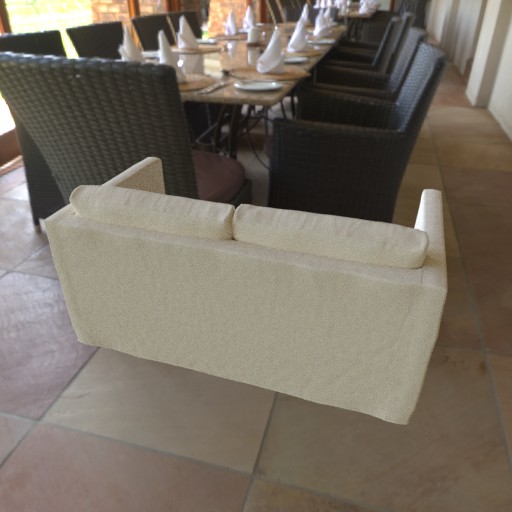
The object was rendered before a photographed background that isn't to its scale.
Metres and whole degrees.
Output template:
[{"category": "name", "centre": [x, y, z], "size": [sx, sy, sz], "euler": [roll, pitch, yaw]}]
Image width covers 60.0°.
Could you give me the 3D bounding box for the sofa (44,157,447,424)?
[{"category": "sofa", "centre": [0.000, 0.000, 2.285], "size": [1.746, 0.834, 0.962], "euler": [10, 32, 16]}]
